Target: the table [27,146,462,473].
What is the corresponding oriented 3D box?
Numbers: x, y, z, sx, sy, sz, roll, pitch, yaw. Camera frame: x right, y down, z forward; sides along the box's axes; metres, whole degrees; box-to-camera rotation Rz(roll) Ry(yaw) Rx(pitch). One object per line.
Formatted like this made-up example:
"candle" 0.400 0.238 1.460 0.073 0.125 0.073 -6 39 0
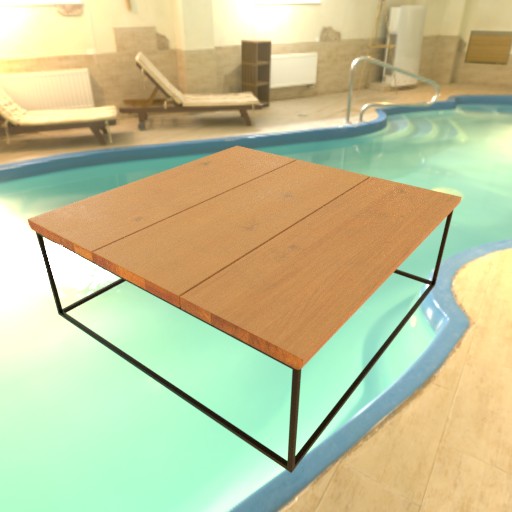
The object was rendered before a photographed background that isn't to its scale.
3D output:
"table" 0.000 0.000 1.679 1.100 0.400 1.100 21 36 32
